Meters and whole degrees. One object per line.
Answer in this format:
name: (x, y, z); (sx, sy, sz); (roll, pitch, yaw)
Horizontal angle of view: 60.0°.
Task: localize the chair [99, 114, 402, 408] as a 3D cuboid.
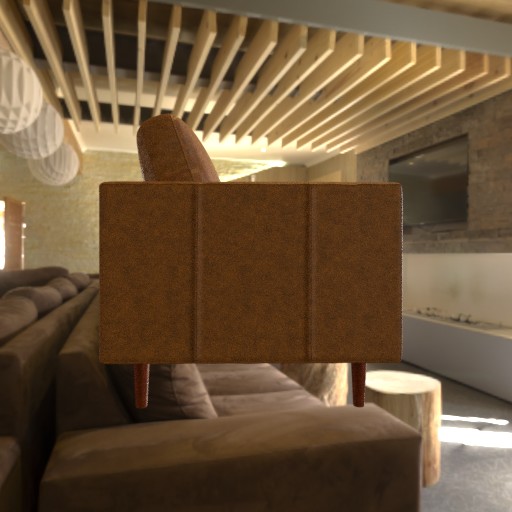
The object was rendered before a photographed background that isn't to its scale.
chair: (0.000, 0.000, 1.708); (0.909, 0.956, 0.890); (0, 0, -1)
